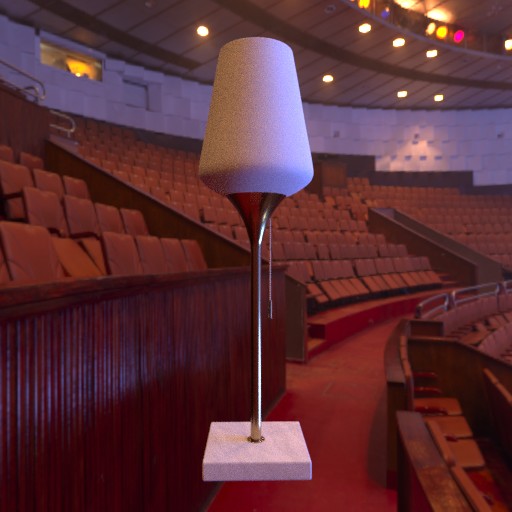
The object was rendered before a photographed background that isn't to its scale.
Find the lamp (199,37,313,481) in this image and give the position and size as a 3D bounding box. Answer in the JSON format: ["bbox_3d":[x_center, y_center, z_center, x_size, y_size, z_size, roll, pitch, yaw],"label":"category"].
[{"bbox_3d":[0.000,0.000,0.704,0.181,0.639,0.181,0,0,-1],"label":"lamp"}]
